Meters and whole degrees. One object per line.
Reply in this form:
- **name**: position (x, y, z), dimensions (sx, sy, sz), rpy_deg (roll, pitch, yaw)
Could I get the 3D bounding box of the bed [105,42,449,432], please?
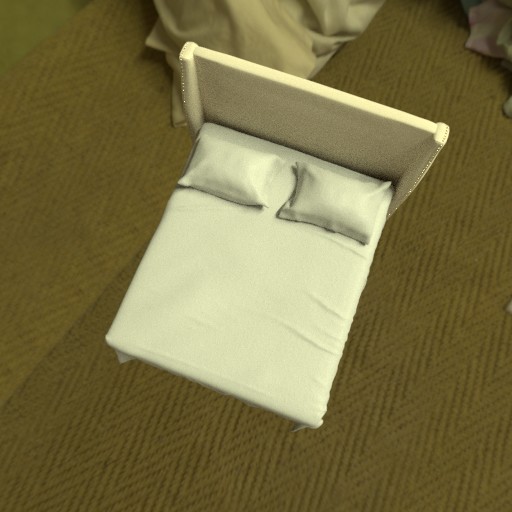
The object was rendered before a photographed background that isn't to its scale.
- **bed**: position (0.000, 0.000, 3.366), dimensions (1.925, 1.332, 2.276), rpy_deg (20, 76, 5)
